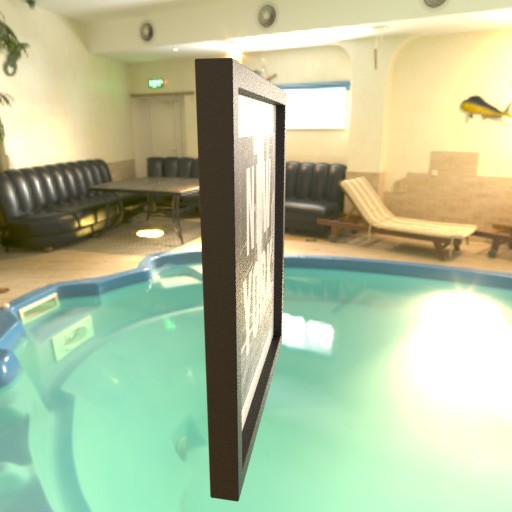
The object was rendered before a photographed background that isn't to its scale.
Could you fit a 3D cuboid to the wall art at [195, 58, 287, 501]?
[{"bbox_3d":[0.000,0.000,0.516,0.028,0.381,0.328,3,17,10],"label":"wall art"}]
